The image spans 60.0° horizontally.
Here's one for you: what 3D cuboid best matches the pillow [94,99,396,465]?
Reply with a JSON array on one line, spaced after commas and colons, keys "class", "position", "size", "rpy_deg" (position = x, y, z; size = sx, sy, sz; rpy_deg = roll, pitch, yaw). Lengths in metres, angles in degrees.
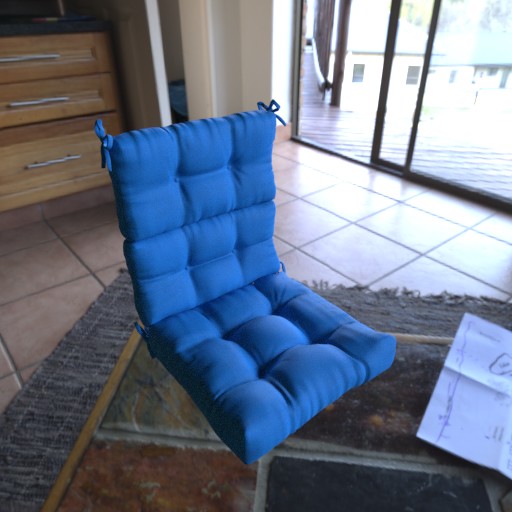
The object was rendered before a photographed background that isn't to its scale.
[{"class": "pillow", "position": [0.000, 0.000, 1.052], "size": [0.519, 0.605, 0.571], "rpy_deg": [-21, 37, -32]}]
